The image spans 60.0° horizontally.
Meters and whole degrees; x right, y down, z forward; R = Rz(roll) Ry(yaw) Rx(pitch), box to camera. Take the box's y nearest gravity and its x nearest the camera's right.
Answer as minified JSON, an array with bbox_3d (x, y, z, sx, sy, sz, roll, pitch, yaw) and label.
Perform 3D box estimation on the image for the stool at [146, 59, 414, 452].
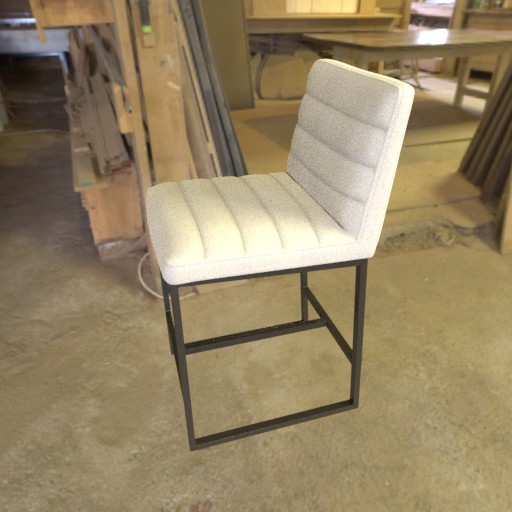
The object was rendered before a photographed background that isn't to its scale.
[{"bbox_3d":[0.000,0.000,1.261,0.567,0.971,0.459,-9,32,-14],"label":"stool"}]
